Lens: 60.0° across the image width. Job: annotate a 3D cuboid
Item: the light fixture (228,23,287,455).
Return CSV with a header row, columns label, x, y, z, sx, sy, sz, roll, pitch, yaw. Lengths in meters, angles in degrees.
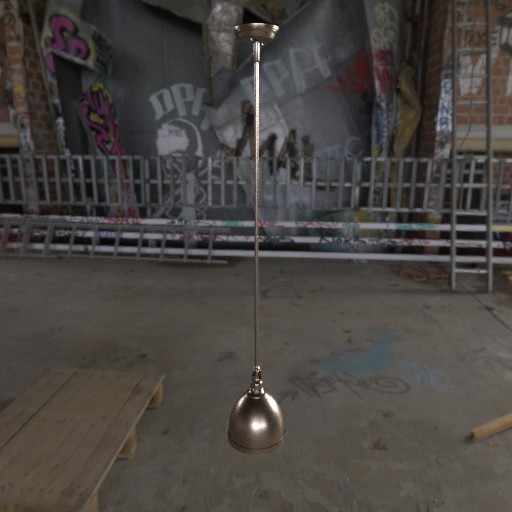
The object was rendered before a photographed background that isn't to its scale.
label,x,y,z,sx,sy,sz,roll,pitch,yaw
light fixture,0.000,0.000,1.463,0.211,1.367,0.217,7,16,25
